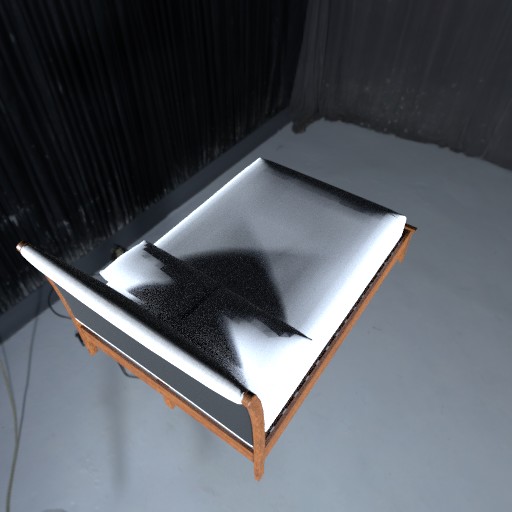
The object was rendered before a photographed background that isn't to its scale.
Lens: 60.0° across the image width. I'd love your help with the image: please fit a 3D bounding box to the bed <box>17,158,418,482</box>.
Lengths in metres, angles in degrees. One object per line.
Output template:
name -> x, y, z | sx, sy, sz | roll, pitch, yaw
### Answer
bed -> 0.000, 0.000, 3.190 | 1.612, 1.250, 2.380 | 27, 53, 23
